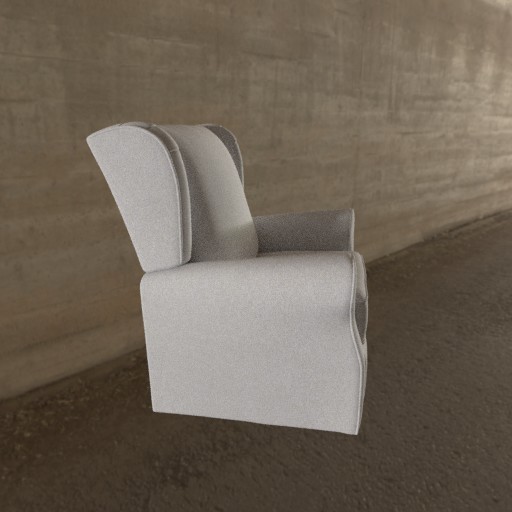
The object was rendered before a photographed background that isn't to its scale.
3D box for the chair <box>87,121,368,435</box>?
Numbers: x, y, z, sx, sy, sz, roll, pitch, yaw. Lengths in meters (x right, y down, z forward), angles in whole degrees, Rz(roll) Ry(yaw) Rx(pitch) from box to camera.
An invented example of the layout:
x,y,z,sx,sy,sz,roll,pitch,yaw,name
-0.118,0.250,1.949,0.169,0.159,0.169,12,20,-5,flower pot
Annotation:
x,y,z,sx,sy,sz,roll,pitch,yaw,name
0.000,0.000,1.678,0.854,0.967,0.906,3,16,11,chair
